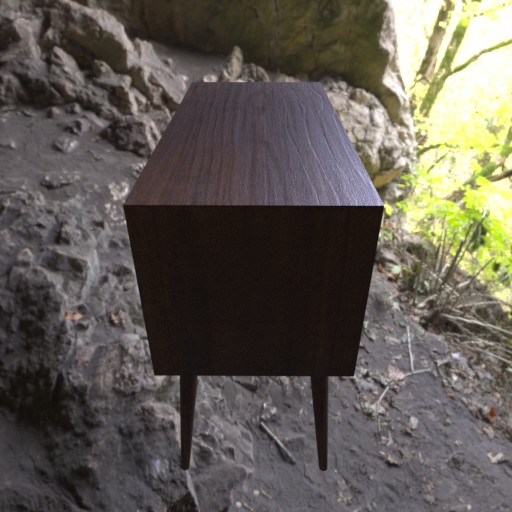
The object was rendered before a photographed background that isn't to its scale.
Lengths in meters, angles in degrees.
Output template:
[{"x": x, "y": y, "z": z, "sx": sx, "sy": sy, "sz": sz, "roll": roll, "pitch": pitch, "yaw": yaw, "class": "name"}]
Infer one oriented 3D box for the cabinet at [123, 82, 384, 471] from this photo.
[{"x": 0.000, "y": 0.000, "z": 1.087, "sx": 0.354, "sy": 0.654, "sz": 0.743, "roll": 0, "pitch": 33, "yaw": 0, "class": "cabinet"}]
